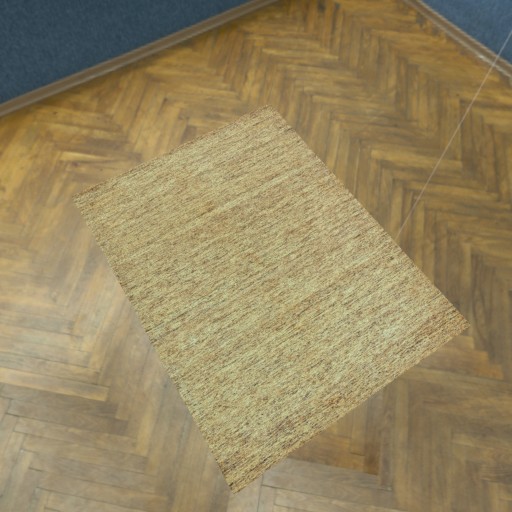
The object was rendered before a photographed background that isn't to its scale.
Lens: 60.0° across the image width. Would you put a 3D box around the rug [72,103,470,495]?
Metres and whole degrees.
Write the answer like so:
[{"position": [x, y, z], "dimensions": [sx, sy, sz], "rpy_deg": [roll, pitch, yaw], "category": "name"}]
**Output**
[{"position": [0.000, 0.000, 4.219], "dimensions": [2.438, 0.012, 3.200], "rpy_deg": [-30, 66, -15], "category": "rug"}]
